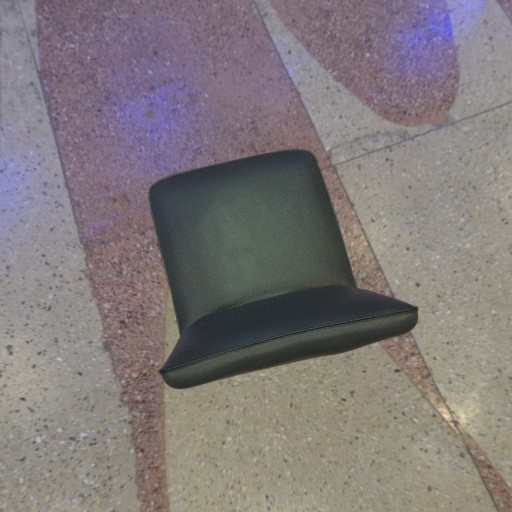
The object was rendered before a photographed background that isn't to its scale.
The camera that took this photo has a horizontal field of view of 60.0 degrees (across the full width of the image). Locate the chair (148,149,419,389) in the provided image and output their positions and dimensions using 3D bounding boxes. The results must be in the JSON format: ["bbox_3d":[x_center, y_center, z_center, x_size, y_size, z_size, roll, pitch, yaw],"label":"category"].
[{"bbox_3d":[0.000,0.000,1.231,0.543,0.801,0.645,-18,75,-5],"label":"chair"}]
